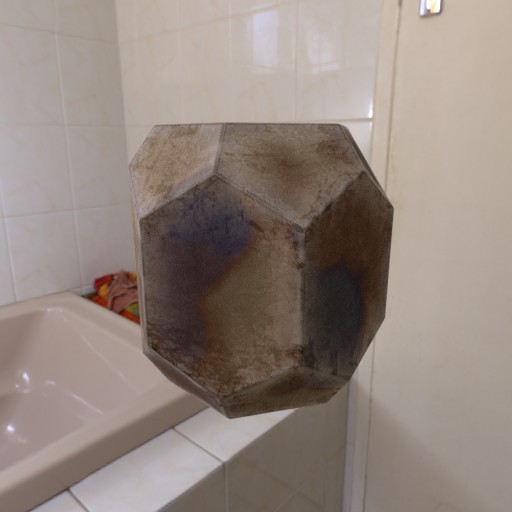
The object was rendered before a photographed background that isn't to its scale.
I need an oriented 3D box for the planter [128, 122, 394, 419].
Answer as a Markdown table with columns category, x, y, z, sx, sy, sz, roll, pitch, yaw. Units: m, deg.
| category | x | y | z | sx | sy | sz | roll | pitch | yaw |
| --- | --- | --- | --- | --- | --- | --- | --- | --- | --- |
| planter | 0.000 | 0.000 | 0.421 | 0.221 | 0.238 | 0.243 | 14 | 21 | 43 |
